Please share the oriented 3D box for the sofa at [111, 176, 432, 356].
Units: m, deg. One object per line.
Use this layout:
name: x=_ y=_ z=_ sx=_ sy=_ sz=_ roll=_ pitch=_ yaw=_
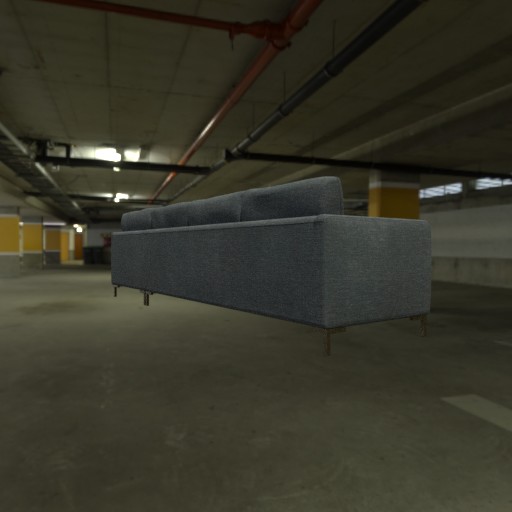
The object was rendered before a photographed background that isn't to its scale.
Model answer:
sofa: x=0.000 y=0.000 z=3.443 sx=1.350 sy=0.810 sz=2.932 roll=-1 pitch=1 yaw=-36
